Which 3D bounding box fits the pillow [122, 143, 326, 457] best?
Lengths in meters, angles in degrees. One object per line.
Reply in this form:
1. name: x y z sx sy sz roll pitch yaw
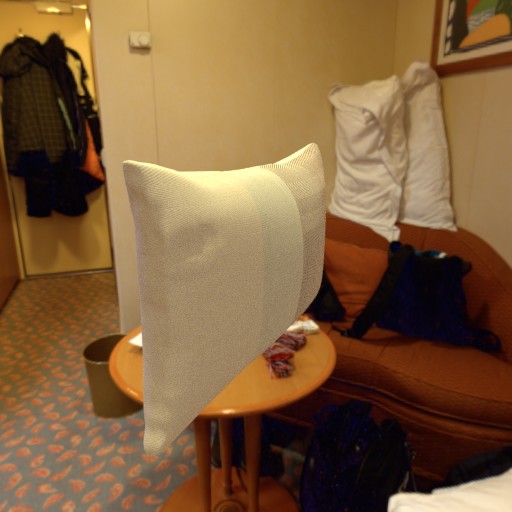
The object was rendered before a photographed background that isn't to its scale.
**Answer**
1. pillow: 0.000 0.000 0.633 0.139 0.305 0.506 7 17 25
